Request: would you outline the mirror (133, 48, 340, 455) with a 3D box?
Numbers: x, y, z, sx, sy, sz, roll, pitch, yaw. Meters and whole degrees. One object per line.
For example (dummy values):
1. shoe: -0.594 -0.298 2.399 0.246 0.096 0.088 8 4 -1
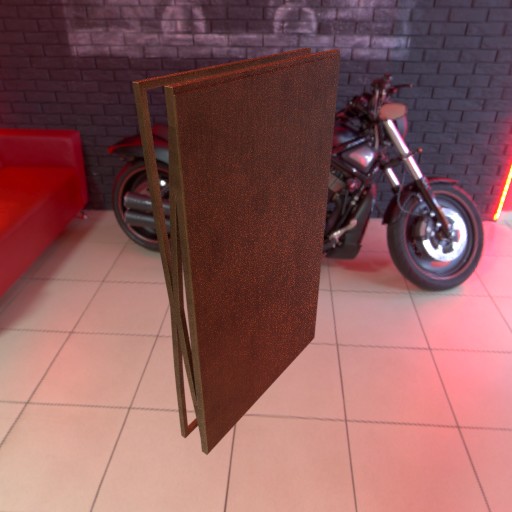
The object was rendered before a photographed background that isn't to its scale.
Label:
1. mirror: 0.000 0.000 0.950 0.082 0.768 0.468 21 37 30
